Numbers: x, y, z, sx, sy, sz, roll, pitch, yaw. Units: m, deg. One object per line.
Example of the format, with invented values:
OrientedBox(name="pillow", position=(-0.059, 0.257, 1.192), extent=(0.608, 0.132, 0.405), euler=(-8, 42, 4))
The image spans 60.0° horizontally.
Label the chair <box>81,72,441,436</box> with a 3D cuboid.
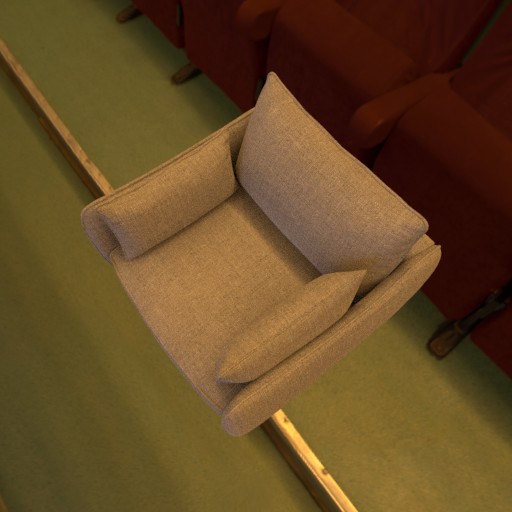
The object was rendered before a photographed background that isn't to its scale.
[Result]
OrientedBox(name="chair", position=(0.000, 0.000, 1.736), extent=(0.976, 0.839, 0.993), euler=(-35, 69, -16))
